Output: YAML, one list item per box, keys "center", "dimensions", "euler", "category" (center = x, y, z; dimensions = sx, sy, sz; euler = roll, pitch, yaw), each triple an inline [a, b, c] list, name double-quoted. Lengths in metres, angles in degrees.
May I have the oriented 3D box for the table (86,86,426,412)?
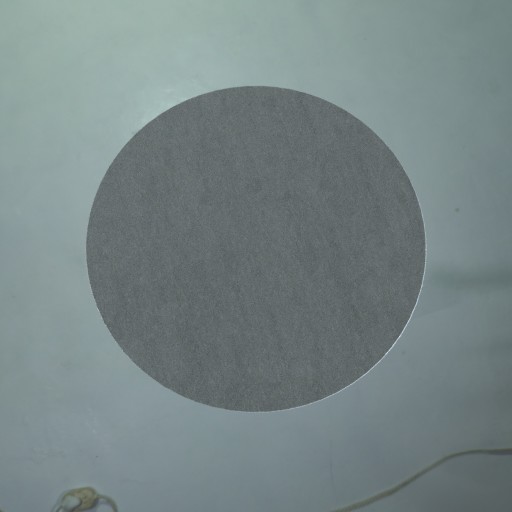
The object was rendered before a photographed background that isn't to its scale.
- center: [0.000, 0.000, 1.389]
  dimensions: [0.889, 0.470, 0.889]
  euler: [0, 75, 0]
  category: "table"
